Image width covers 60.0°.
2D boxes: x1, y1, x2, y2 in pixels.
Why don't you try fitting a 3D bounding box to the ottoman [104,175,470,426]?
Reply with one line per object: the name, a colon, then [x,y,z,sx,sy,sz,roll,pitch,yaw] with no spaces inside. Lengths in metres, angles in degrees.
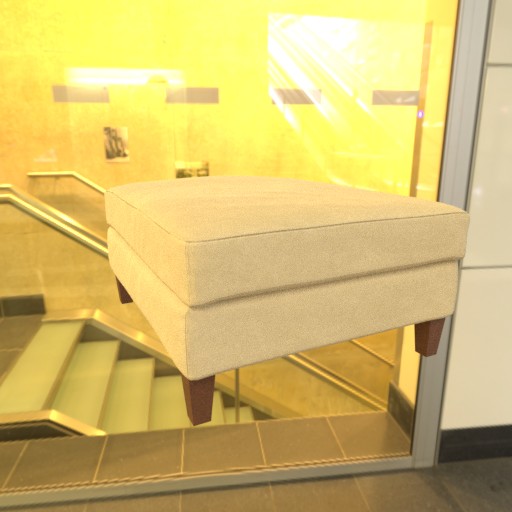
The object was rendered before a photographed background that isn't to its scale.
ottoman: [0.000,0.000,1.490,0.836,0.492,1.002,-8,17,-26]
